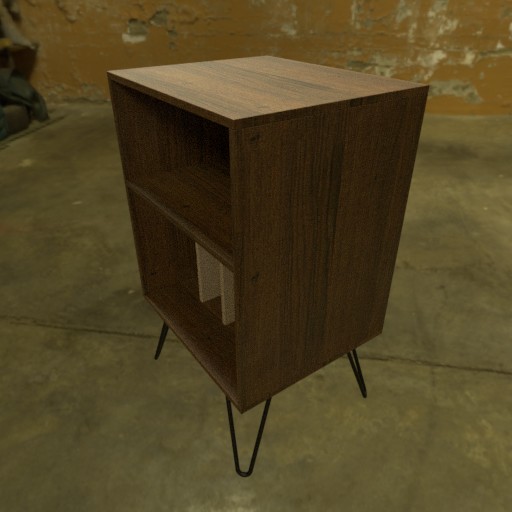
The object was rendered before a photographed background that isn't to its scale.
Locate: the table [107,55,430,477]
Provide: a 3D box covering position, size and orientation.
[{"bbox_3d":[0.000,0.000,1.144,0.457,0.866,0.526,-20,37,-30],"label":"table"}]
